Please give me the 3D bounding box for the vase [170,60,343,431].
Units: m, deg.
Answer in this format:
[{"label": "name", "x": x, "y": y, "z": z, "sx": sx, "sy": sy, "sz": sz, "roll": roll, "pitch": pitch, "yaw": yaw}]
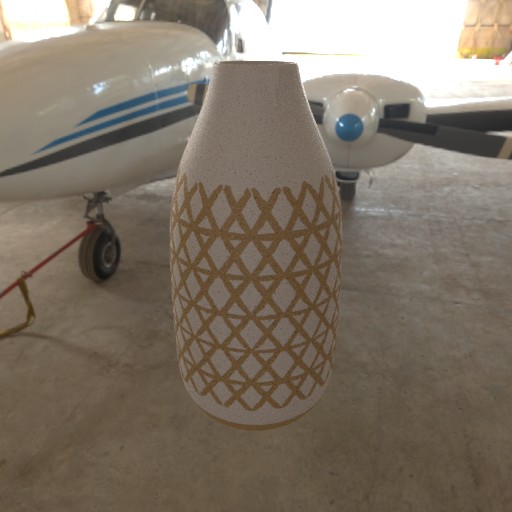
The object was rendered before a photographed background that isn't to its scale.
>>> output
[{"label": "vase", "x": 0.000, "y": 0.000, "z": 0.474, "sx": 0.186, "sy": 0.380, "sz": 0.186, "roll": 0, "pitch": 26, "yaw": 0}]
